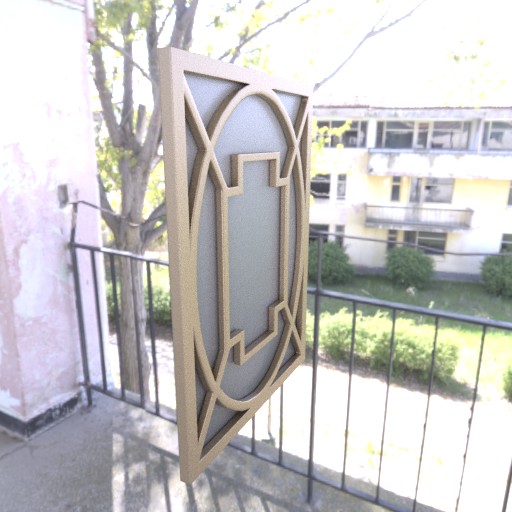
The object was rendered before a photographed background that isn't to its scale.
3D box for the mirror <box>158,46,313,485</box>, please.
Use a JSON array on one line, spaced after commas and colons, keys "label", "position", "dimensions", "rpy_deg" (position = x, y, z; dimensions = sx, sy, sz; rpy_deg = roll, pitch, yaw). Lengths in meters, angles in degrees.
[{"label": "mirror", "position": [0.000, 0.000, 1.319], "dimensions": [0.032, 1.023, 0.756], "rpy_deg": [8, 17, 28]}]
